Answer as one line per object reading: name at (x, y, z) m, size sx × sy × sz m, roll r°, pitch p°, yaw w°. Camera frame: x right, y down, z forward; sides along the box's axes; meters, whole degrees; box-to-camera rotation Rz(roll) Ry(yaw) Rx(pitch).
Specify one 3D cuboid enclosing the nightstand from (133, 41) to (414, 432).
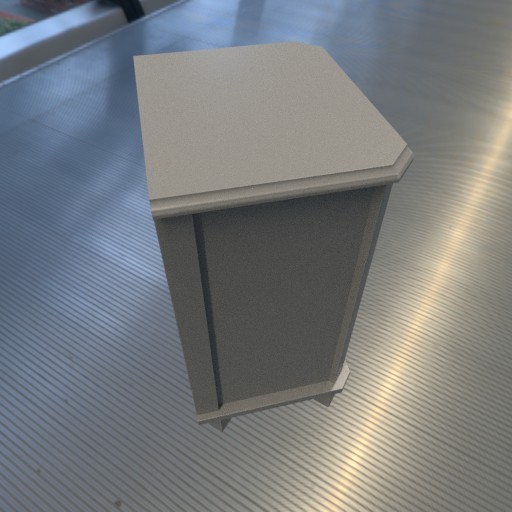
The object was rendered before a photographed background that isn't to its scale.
nightstand at (0.000, 0.000, 0.913) m, size 0.348 × 0.680 × 0.435 m, roll -10°, pitch 47°, yaw -9°
